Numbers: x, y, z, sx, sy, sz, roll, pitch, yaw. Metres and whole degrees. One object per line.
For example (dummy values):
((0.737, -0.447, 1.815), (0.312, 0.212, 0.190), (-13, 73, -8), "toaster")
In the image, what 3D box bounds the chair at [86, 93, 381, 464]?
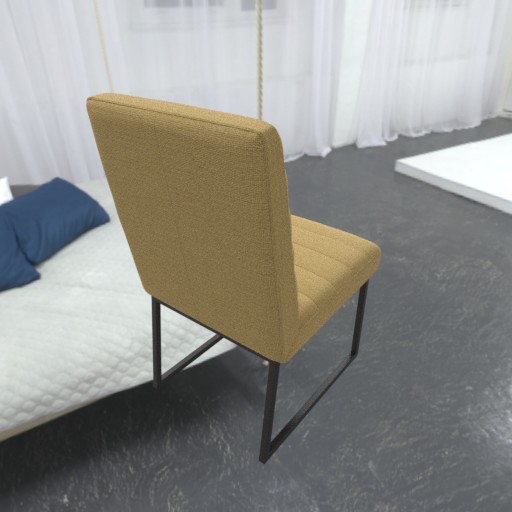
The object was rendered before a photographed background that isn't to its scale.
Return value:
((0.000, 0.000, 1.288), (0.520, 0.930, 0.634), (21, 36, 33), "chair")
